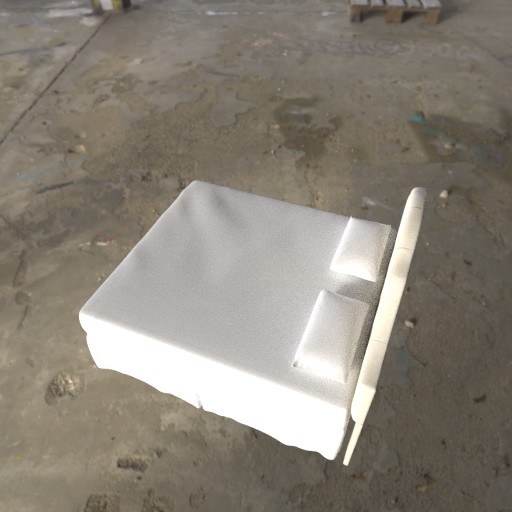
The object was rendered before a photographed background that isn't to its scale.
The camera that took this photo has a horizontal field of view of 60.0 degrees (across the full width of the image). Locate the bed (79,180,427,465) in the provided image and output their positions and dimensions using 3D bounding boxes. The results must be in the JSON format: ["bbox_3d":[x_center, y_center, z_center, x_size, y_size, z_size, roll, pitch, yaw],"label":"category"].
[{"bbox_3d":[0.000,0.000,3.547,2.214,1.615,2.008,16,47,16],"label":"bed"}]
